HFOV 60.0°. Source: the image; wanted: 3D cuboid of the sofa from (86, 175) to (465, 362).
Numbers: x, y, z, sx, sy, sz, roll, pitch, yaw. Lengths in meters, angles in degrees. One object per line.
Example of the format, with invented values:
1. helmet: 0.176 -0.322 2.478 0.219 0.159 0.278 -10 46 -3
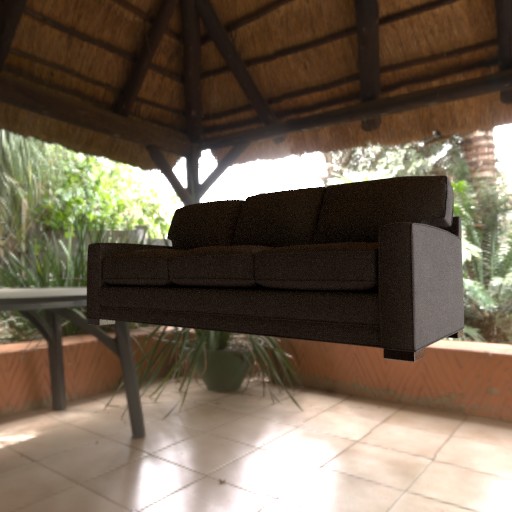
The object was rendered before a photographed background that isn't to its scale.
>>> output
1. sofa: 0.000 0.000 2.956 2.369 0.978 1.004 -2 -3 36
